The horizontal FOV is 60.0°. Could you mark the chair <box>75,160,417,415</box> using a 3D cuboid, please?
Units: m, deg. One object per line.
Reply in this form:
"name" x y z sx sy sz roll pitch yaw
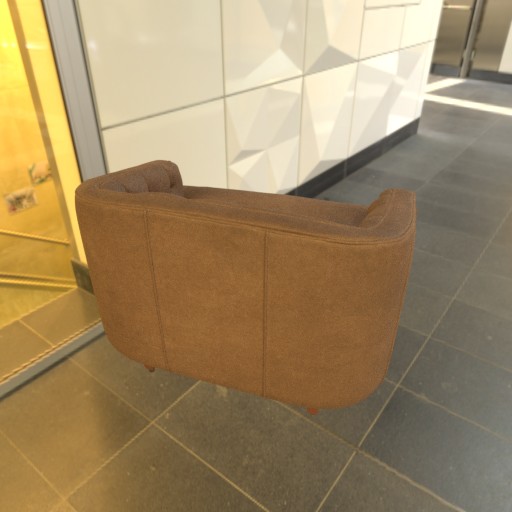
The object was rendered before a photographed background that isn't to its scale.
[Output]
"chair" 0.000 0.000 1.733 1.118 0.787 0.914 10 33 15
